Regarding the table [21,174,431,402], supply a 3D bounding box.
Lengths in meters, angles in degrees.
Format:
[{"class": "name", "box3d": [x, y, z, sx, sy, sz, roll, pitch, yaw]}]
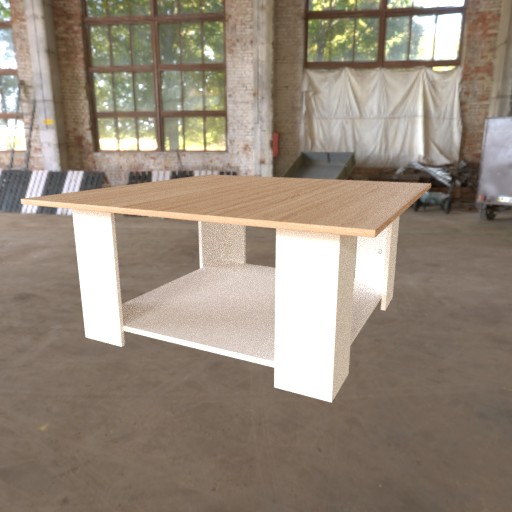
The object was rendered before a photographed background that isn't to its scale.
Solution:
[{"class": "table", "box3d": [0.000, 0.000, 1.029, 0.670, 0.305, 0.670, 7, 16, 26]}]
